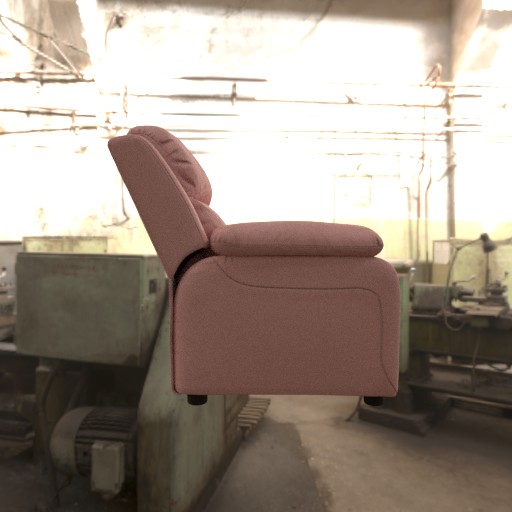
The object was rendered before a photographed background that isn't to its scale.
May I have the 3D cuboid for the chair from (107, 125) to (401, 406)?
[{"bbox_3d":[0.000,0.000,1.313,0.709,0.702,0.680,0,0,-1],"label":"chair"}]
